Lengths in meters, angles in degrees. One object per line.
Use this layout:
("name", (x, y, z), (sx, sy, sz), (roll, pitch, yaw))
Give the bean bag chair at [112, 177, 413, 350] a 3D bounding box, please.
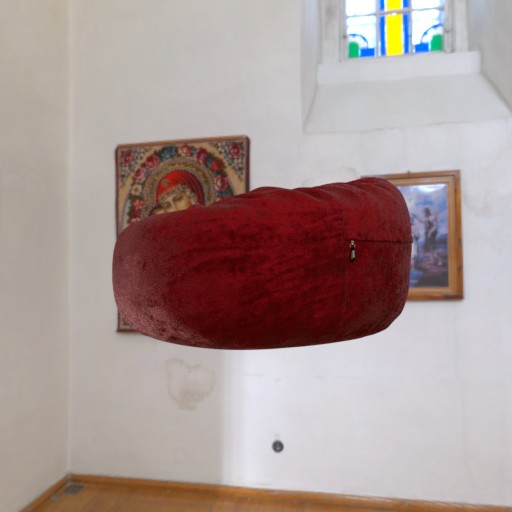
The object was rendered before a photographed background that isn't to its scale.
("bean bag chair", (0.000, 0.000, 2.489), (1.524, 0.878, 1.524), (0, 0, -35))
